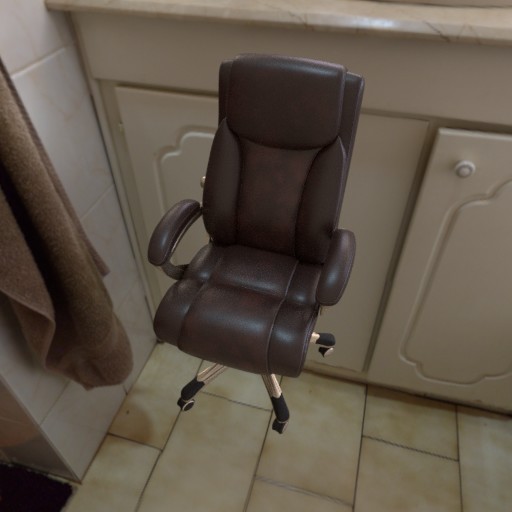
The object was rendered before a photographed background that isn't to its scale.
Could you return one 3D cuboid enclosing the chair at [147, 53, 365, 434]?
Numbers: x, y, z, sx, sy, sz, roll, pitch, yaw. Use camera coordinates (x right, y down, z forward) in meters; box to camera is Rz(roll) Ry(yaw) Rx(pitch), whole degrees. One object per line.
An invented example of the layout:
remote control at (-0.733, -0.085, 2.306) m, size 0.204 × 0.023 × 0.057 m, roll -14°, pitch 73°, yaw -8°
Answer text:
chair at (0.000, 0.000, 1.611) m, size 0.692 × 1.194 × 0.749 m, roll 12°, pitch 44°, yaw 13°
